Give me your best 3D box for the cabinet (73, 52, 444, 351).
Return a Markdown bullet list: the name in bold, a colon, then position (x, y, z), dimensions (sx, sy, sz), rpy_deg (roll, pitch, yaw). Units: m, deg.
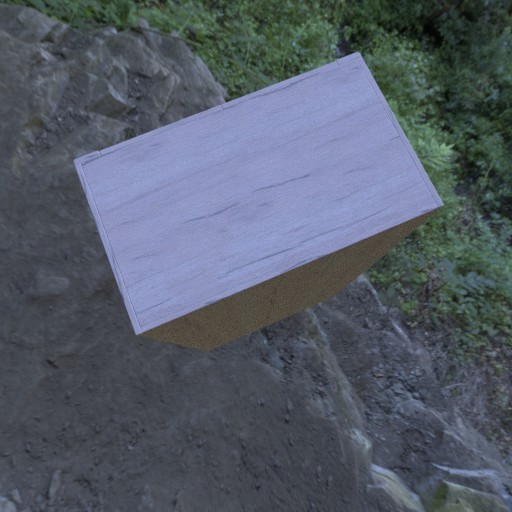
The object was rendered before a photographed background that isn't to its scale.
- **cabinet**: position (0.000, 0.000, 2.284), dimensions (0.980, 1.930, 0.580), rpy_deg (-23, 78, -5)
